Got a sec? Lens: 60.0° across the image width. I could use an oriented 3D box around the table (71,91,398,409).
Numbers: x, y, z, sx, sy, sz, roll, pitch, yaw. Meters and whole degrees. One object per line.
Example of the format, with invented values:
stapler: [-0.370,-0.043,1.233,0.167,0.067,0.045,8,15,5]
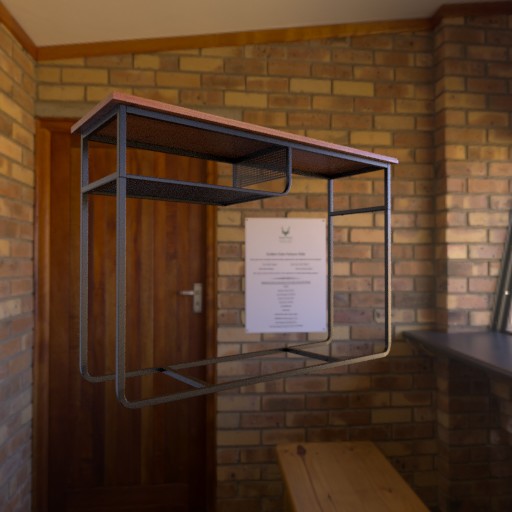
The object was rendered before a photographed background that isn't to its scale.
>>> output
table: [0.000,0.000,1.491,1.100,0.750,0.350,1,-1,-37]
